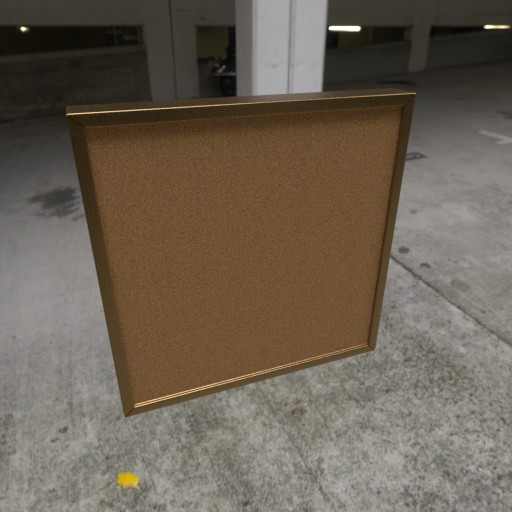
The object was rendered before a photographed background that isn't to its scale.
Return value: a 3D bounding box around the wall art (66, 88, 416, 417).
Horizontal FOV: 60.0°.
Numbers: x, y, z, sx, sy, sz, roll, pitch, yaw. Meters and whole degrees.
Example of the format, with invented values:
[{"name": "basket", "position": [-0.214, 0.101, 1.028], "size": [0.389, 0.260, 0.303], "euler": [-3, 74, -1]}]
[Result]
[{"name": "wall art", "position": [0.000, 0.000, 0.451], "size": [0.305, 0.305, 0.037], "euler": [-10, 29, -18]}]
